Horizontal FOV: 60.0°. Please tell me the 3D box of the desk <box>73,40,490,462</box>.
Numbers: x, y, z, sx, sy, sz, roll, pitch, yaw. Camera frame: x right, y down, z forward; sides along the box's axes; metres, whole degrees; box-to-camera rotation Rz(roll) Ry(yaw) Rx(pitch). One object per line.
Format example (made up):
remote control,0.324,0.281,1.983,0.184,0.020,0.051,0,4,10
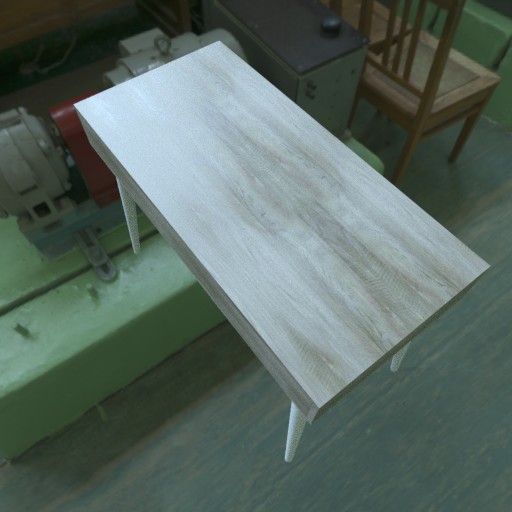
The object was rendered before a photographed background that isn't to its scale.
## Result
desk,0.000,0.000,1.349,0.491,0.723,0.979,-33,64,-19
